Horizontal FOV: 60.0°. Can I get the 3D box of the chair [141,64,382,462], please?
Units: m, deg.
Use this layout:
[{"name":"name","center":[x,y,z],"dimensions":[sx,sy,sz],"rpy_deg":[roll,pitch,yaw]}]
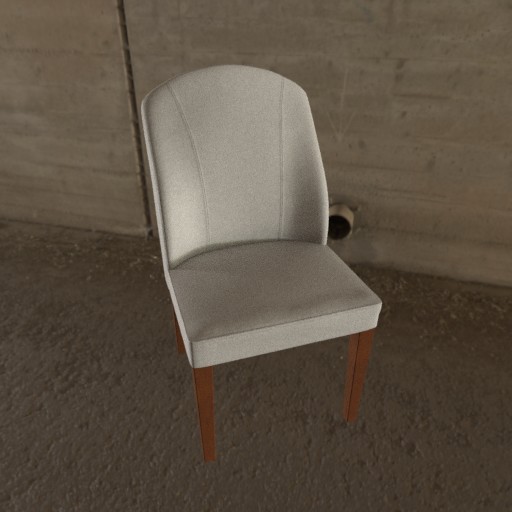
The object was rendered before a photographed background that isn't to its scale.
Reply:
[{"name":"chair","center":[0.000,0.000,1.187],"dimensions":[0.472,0.893,0.540],"rpy_deg":[-9,31,-16]}]
